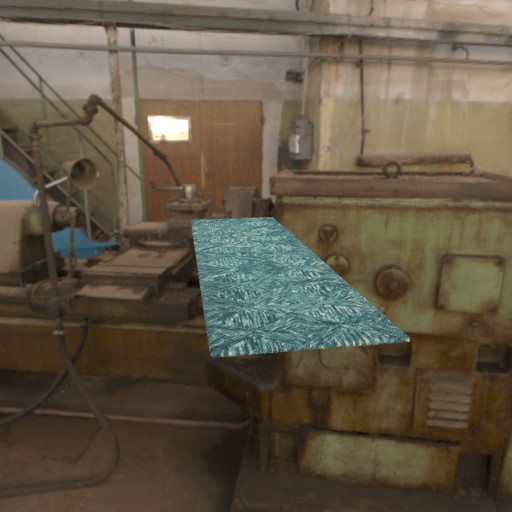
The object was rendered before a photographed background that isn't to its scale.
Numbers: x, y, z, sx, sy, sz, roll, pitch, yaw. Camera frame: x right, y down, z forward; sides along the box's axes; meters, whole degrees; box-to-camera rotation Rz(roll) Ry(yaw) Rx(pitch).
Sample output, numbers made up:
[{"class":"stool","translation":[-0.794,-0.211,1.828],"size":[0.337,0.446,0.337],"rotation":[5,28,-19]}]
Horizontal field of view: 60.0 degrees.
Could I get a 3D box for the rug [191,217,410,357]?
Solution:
[{"class":"rug","translation":[0.000,0.000,2.527],"size":[0.676,0.016,2.286],"rotation":[-3,16,-9]}]
